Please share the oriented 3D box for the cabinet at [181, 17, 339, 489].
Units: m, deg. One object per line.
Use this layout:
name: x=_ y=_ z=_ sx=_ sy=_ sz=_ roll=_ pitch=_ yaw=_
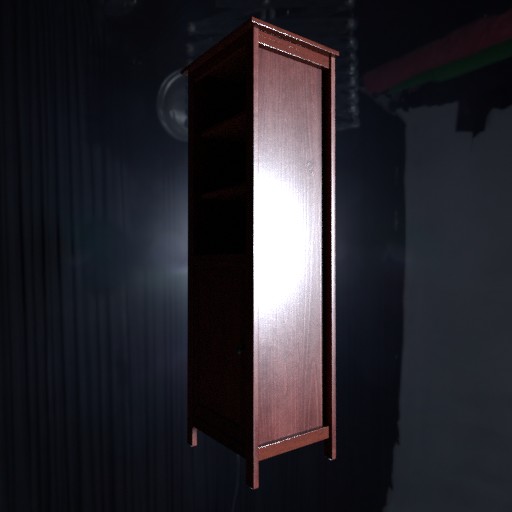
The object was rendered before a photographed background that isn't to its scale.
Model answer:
cabinet: x=0.000 y=0.000 z=1.721 sx=0.401 sy=1.518 sz=0.500 roll=1 pitch=-1 yaw=-36
